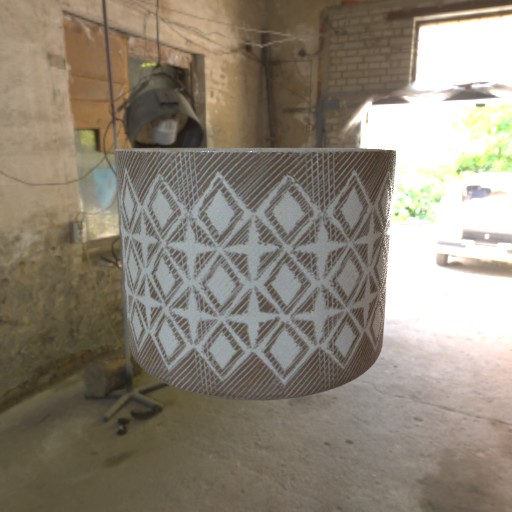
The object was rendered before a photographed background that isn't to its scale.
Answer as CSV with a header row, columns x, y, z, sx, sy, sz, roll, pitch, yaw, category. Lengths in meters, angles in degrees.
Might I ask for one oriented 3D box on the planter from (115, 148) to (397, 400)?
x,y,z,sx,sy,sz,roll,pitch,yaw,category
0.000,0.000,0.220,0.126,0.104,0.126,0,14,0,planter
